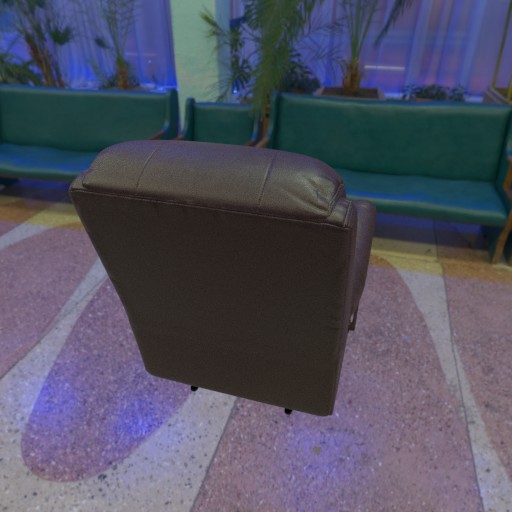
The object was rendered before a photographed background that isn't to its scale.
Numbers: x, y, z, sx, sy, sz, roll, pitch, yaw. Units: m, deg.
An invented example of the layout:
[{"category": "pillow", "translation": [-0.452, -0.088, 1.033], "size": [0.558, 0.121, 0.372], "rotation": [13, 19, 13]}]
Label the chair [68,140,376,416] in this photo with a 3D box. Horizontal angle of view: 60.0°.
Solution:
[{"category": "chair", "translation": [0.000, 0.000, 1.701], "size": [0.838, 1.054, 1.014], "rotation": [9, 33, 14]}]
